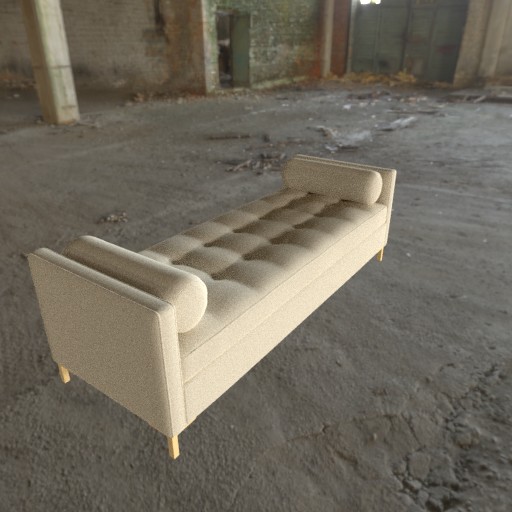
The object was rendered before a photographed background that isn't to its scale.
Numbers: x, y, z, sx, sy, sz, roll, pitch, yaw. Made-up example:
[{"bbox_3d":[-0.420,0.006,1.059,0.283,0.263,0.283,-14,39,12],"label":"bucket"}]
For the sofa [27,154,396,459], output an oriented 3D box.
[{"bbox_3d":[0.000,0.000,2.325,0.746,0.641,1.985,18,31,32],"label":"sofa"}]
